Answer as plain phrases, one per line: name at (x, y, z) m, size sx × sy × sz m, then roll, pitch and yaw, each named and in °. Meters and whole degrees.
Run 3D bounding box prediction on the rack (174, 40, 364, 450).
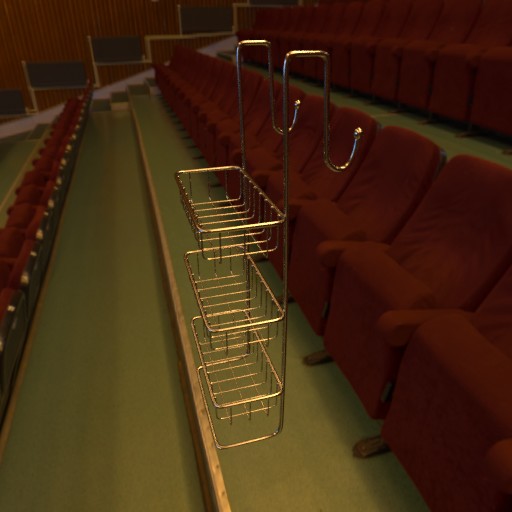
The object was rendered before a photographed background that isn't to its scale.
rack at (0.000, 0.000, 0.667) m, size 0.202 × 0.574 × 0.228 m, roll -8°, pitch 30°, yaw -15°
